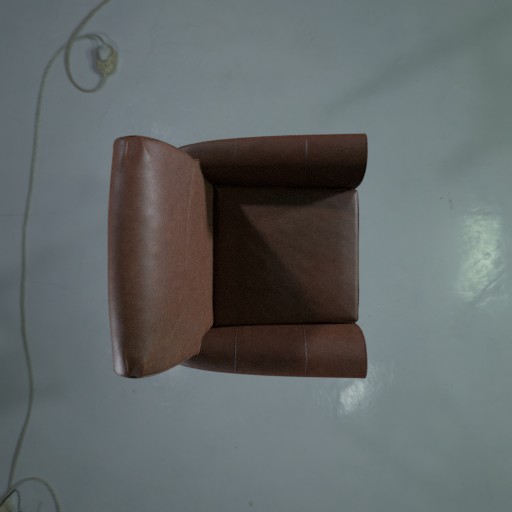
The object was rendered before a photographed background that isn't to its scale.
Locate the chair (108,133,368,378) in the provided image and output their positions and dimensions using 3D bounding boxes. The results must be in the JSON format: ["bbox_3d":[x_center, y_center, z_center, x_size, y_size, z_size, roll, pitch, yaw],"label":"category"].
[{"bbox_3d":[0.000,0.000,1.828,0.902,1.061,0.978,0,90,-1],"label":"chair"}]
